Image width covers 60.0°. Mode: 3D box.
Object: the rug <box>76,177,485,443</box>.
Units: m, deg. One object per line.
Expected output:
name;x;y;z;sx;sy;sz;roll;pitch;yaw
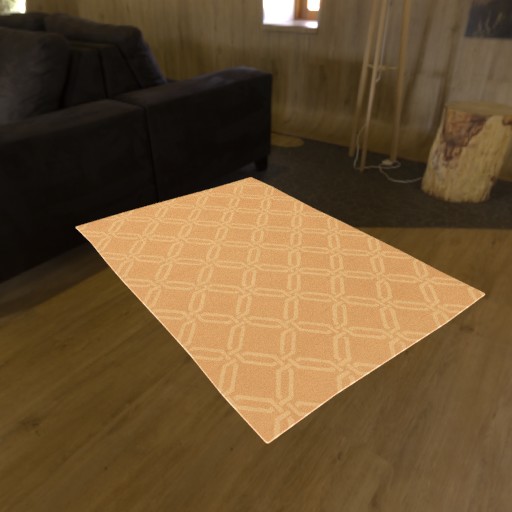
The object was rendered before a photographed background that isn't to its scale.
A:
rug;0.000;0.000;2.721;1.524;0.013;2.135;-22;38;-31
